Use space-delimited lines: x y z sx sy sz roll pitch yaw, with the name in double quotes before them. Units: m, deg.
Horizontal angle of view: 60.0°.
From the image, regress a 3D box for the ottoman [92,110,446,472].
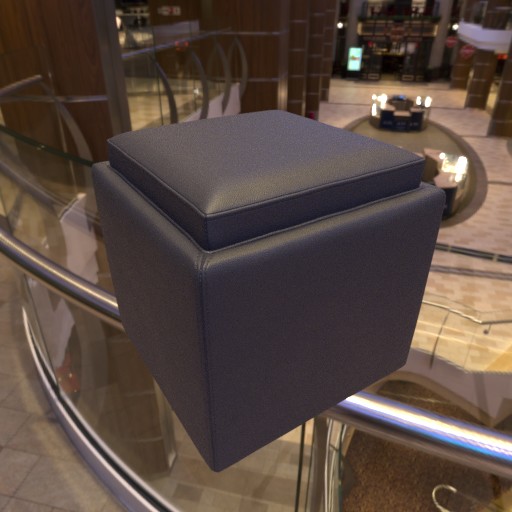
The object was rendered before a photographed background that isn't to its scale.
"ottoman" 0.000 0.000 0.826 0.451 0.460 0.450 -18 35 -28
